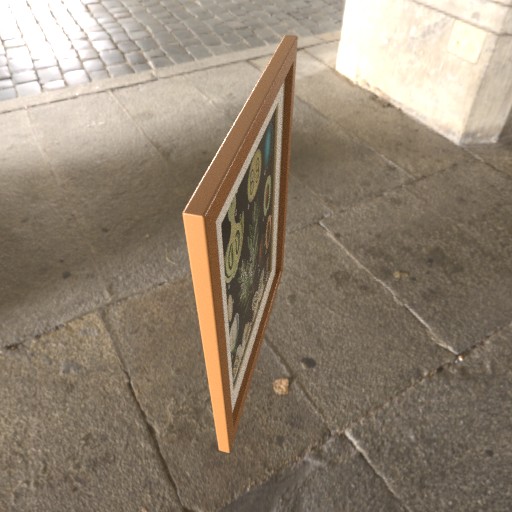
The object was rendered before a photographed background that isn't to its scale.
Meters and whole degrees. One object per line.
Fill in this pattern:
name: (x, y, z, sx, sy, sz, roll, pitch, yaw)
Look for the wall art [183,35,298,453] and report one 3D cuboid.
wall art: (0.000, 0.000, 0.742, 0.021, 0.550, 0.449, 10, 47, 10)
